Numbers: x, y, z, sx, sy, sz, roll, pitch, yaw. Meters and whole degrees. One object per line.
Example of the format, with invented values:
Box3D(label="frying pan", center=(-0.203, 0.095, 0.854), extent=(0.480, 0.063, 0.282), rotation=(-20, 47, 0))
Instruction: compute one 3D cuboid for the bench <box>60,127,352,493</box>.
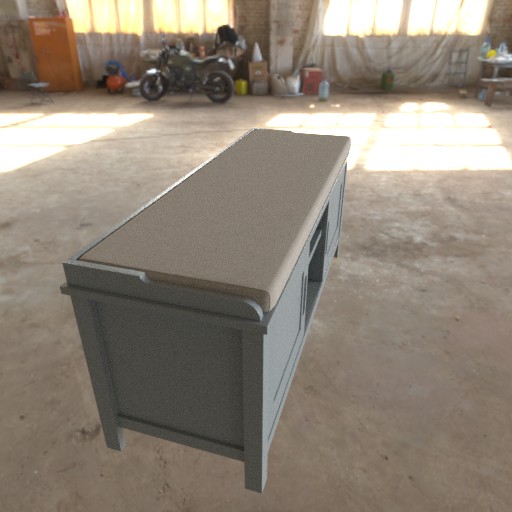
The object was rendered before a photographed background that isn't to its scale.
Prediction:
Box3D(label="bench", center=(0.000, 0.000, 1.336), extent=(0.398, 0.501, 1.140), rotation=(9, 30, 15))
